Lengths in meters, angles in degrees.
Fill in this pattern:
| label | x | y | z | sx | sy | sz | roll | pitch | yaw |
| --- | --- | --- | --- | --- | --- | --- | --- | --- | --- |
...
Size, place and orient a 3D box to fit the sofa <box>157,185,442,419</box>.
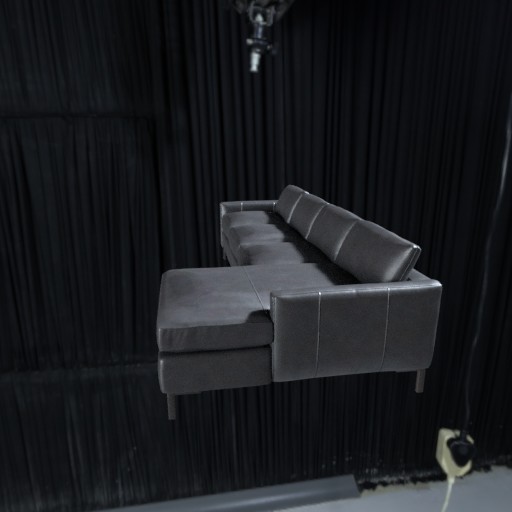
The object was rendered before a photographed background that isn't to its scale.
| label | x | y | z | sx | sy | sz | roll | pitch | yaw |
| --- | --- | --- | --- | --- | --- | --- | --- | --- | --- |
| sofa | 0.000 | 0.000 | 3.638 | 1.471 | 0.859 | 2.993 | -3 | 16 | -9 |
